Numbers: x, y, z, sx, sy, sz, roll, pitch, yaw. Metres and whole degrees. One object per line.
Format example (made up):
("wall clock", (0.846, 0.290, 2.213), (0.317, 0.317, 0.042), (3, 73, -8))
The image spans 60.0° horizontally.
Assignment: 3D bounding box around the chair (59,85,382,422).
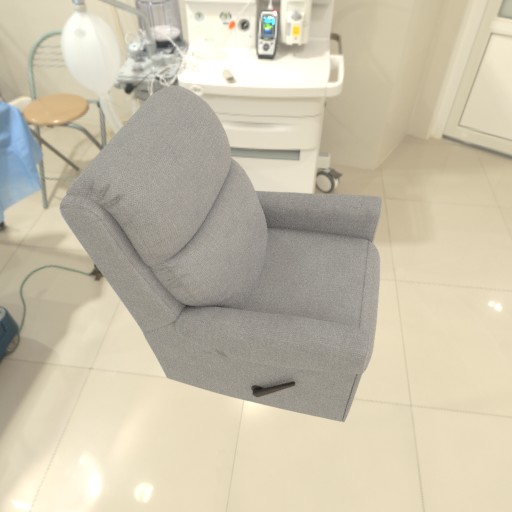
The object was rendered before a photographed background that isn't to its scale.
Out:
("chair", (0.000, 0.000, 1.755), (1.014, 1.054, 0.838), (10, 47, 10))
